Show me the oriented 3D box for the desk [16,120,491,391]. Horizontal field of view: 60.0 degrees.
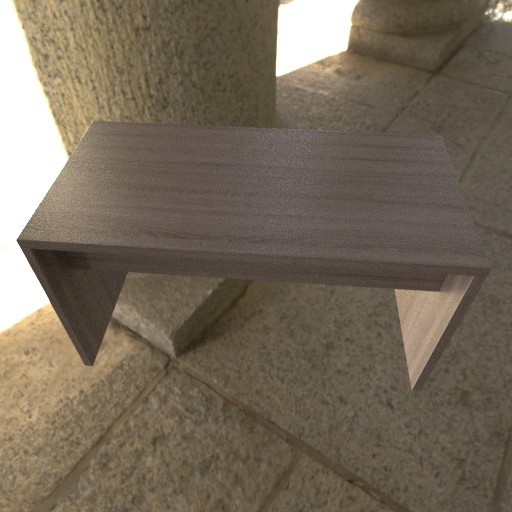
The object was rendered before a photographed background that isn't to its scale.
[{"bbox_3d":[0.000,0.000,1.786,1.380,0.745,0.690,3,47,3],"label":"desk"}]
